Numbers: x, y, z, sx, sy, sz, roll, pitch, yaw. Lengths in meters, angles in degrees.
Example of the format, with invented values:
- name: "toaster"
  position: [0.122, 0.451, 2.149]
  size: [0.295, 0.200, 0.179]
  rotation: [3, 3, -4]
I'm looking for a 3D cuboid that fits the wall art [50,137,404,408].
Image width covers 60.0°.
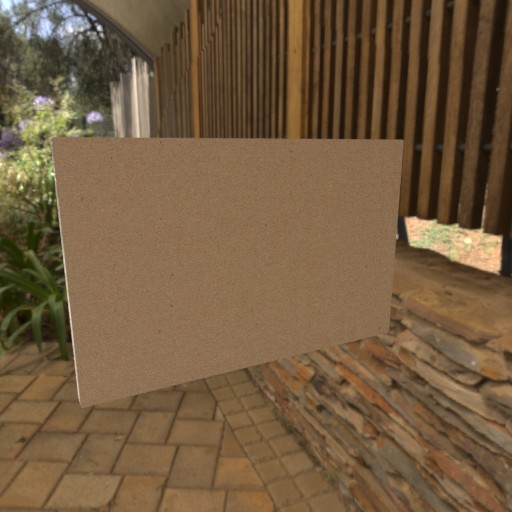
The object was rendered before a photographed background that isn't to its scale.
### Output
- name: "wall art"
  position: [0.000, 0.000, 0.779]
  size: [0.618, 0.398, 0.042]
  rotation: [-7, 16, -26]
